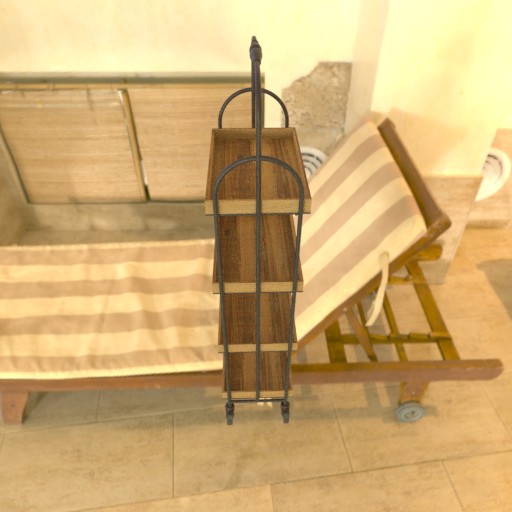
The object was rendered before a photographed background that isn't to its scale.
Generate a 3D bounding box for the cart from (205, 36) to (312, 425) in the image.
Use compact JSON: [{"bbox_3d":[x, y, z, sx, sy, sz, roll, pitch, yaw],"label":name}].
[{"bbox_3d":[0.000,0.000,1.682,0.308,1.481,0.581,-1,41,-1],"label":"cart"}]
